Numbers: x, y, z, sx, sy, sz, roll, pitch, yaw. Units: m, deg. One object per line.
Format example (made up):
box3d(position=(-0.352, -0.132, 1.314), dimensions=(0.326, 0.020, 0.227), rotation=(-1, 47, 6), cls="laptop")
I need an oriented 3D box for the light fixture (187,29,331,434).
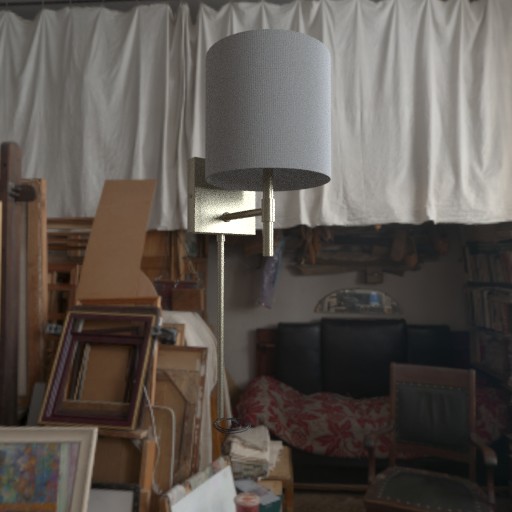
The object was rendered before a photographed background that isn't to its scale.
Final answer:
box3d(position=(0.000, 0.000, 0.691), dimensions=(0.188, 0.589, 0.248), rotation=(1, -1, -37), cls="light fixture")
